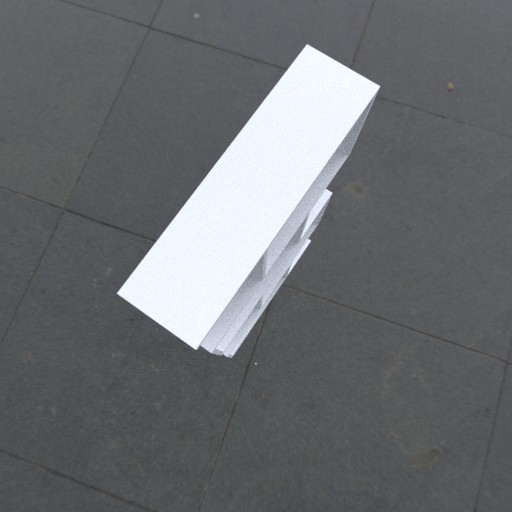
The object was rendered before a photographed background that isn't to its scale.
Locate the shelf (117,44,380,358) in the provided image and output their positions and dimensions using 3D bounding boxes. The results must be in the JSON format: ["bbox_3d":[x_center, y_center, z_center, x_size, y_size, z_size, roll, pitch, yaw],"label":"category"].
[{"bbox_3d":[0.000,0.000,1.994,0.250,1.650,0.890,34,79,8],"label":"shelf"}]
